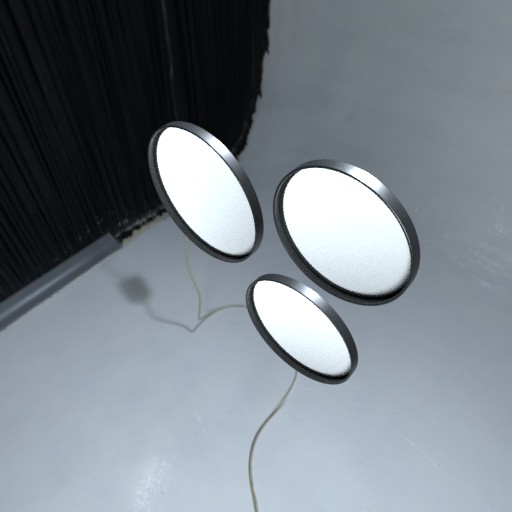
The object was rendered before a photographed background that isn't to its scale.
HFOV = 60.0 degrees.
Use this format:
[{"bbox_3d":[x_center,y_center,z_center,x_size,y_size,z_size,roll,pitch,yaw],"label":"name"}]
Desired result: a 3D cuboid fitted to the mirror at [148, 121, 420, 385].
[{"bbox_3d":[0.000,0.000,3.207,2.160,2.096,0.076,32,55,27],"label":"mirror"}]
